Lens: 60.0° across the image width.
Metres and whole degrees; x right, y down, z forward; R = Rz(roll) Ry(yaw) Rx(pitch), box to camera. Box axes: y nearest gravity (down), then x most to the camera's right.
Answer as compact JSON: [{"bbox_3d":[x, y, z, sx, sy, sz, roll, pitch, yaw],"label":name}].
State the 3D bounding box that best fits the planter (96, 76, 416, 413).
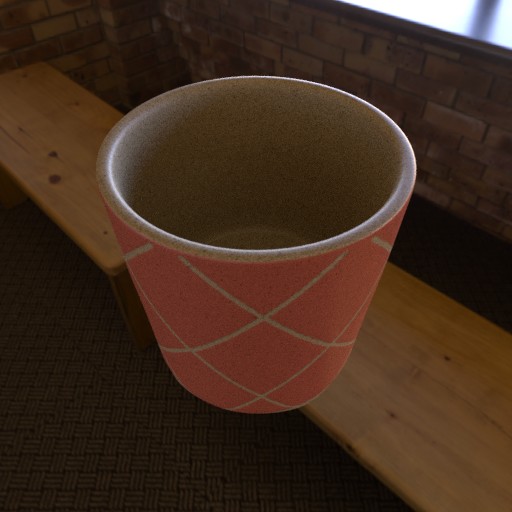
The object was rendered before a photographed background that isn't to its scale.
[{"bbox_3d":[0.000,0.000,0.407,0.227,0.235,0.227,0,47,0],"label":"planter"}]
